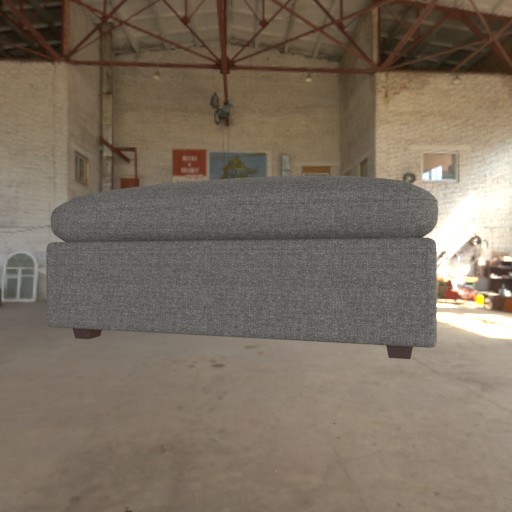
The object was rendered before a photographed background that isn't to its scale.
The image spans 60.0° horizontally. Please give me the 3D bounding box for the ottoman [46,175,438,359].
[{"bbox_3d":[0.000,0.000,1.440,1.041,0.483,0.711,0,0,17],"label":"ottoman"}]
